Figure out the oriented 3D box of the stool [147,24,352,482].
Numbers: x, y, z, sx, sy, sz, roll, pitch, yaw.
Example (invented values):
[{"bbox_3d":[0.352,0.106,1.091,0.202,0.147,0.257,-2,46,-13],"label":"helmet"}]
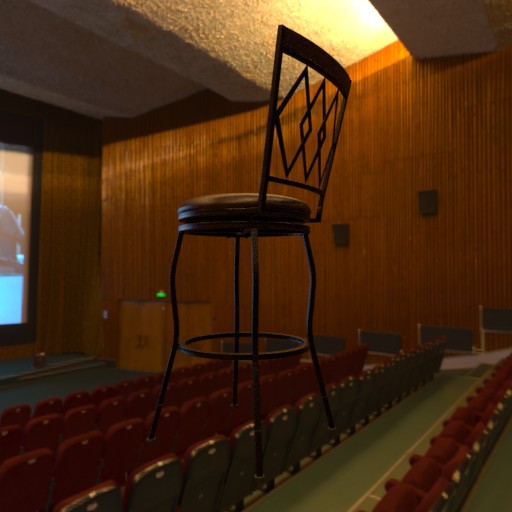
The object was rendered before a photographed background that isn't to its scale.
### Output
[{"bbox_3d":[0.000,0.000,1.381,0.521,1.134,0.432,-1,-2,36],"label":"stool"}]
